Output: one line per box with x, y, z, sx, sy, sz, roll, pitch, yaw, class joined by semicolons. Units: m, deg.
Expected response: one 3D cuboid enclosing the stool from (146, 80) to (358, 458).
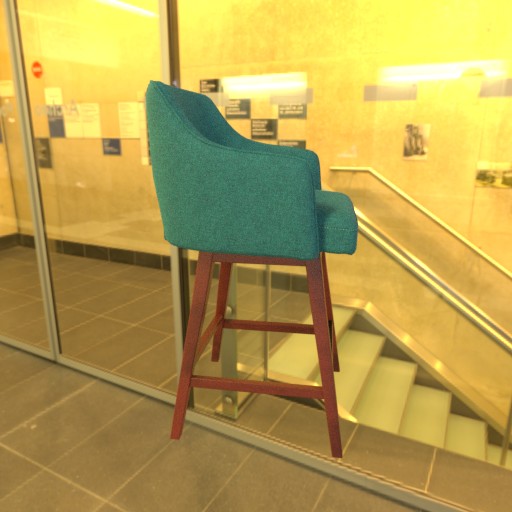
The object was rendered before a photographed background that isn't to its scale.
0.000;0.000;1.313;0.556;0.961;0.548;3;16;9;stool
